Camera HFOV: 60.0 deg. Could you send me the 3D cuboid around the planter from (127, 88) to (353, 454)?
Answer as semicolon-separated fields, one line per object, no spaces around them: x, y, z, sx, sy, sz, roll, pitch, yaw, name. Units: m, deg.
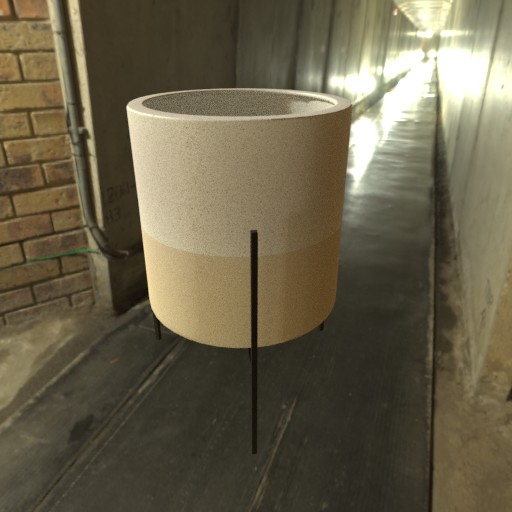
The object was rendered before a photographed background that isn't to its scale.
0.000;0.000;0.545;0.263;0.362;0.267;-8;28;-16;planter
